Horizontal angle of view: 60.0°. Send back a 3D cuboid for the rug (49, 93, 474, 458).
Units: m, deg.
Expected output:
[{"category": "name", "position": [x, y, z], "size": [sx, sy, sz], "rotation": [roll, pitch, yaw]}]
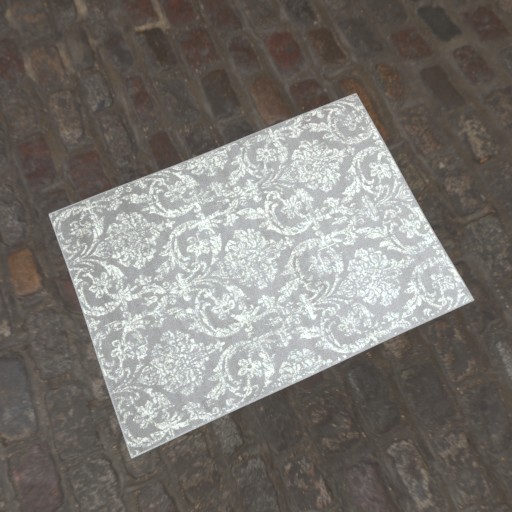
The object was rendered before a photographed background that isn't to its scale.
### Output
[{"category": "rug", "position": [0.000, 0.000, 2.761], "size": [2.206, 0.014, 1.578], "rotation": [-23, 76, -6]}]
